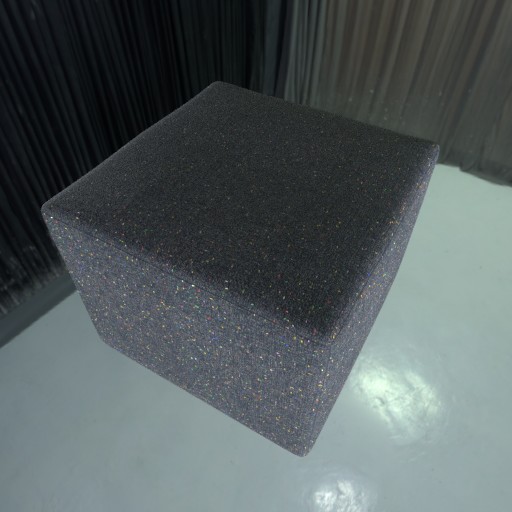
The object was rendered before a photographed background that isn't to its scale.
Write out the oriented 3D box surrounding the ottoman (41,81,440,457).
[{"bbox_3d":[0.000,0.000,0.883,0.508,0.432,0.508,23,51,20],"label":"ottoman"}]
